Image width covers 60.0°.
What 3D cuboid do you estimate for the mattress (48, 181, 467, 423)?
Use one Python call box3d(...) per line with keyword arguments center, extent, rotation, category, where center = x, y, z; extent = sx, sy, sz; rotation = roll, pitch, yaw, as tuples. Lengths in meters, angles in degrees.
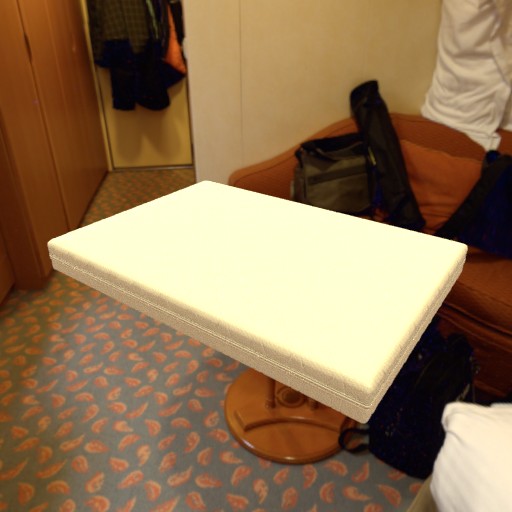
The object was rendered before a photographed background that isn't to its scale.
box3d(center=(0.000, 0.000, 2.587), extent=(2.000, 0.200, 1.400), rotation=(19, 33, 31), category="mattress")
